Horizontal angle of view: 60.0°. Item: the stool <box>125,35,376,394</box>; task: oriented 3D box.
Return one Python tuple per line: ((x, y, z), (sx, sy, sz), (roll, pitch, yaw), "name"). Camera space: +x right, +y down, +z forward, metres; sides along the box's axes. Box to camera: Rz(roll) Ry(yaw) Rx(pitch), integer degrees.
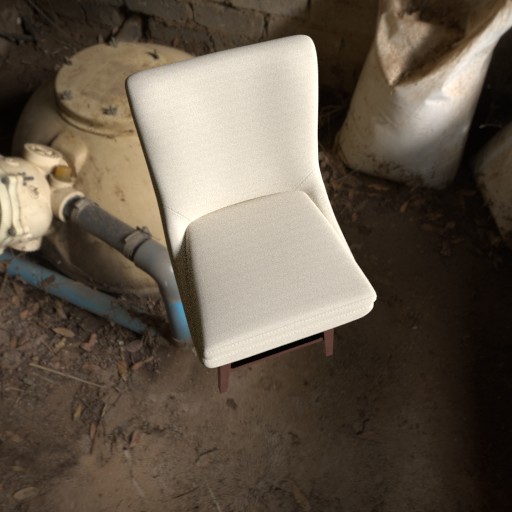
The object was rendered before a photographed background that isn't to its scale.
((0.000, 0.000, 1.296), (0.483, 0.991, 0.559), (-17, 64, -9), "stool")
